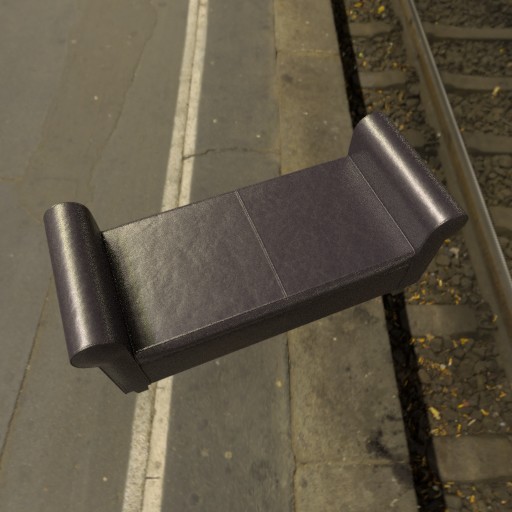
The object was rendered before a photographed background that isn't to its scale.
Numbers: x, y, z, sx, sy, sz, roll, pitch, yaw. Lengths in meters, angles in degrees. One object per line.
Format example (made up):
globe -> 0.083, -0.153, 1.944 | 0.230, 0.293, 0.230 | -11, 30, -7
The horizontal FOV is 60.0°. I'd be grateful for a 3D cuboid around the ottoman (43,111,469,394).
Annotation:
ottoman -> 0.000, 0.000, 1.592 | 1.256, 0.547, 0.521 | -19, 60, -11
